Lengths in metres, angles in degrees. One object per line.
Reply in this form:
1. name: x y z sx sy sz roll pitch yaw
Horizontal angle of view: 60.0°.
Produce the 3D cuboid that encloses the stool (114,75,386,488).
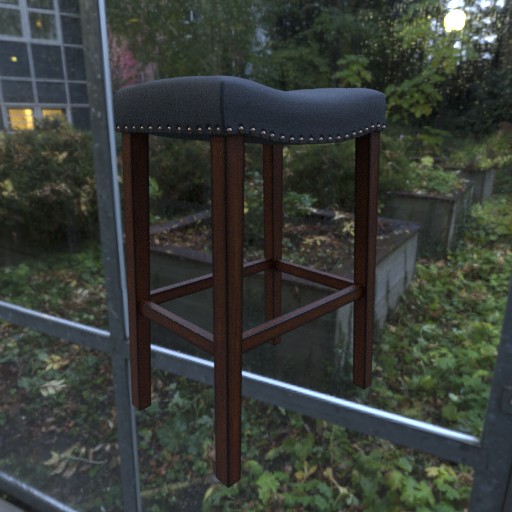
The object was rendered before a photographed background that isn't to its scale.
1. stool: 0.000 0.000 1.032 0.502 0.748 0.366 -16 23 -42
